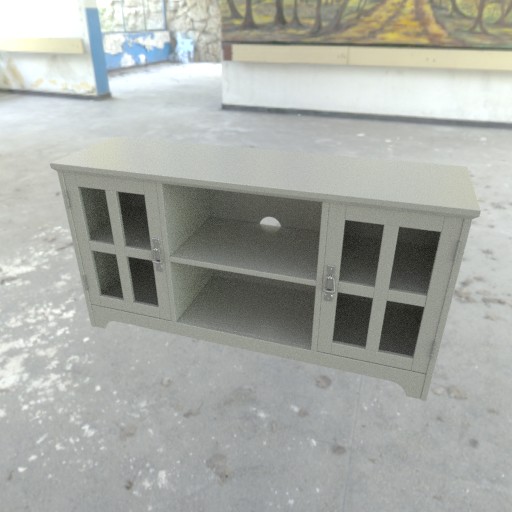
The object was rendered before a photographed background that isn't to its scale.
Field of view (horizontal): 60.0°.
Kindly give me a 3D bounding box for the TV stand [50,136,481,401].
[{"bbox_3d":[0.000,0.000,1.433,1.167,0.603,0.344,9,30,16],"label":"TV stand"}]
